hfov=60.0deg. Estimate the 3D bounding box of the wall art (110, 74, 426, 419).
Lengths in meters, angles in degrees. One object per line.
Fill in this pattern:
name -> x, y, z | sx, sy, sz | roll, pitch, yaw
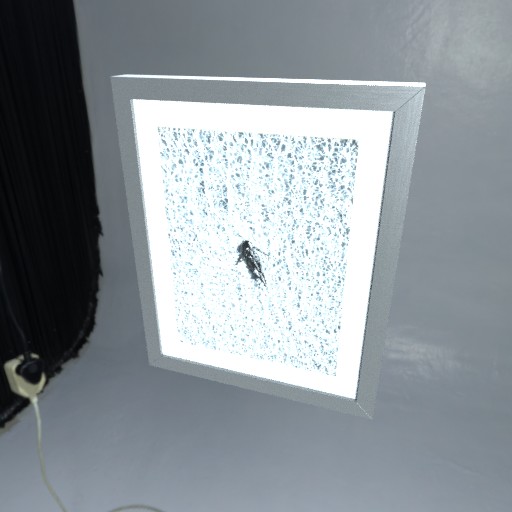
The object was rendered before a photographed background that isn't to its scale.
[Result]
wall art -> 0.000, 0.000, 0.510 | 0.308, 0.379, 0.030 | 9, 28, 17
